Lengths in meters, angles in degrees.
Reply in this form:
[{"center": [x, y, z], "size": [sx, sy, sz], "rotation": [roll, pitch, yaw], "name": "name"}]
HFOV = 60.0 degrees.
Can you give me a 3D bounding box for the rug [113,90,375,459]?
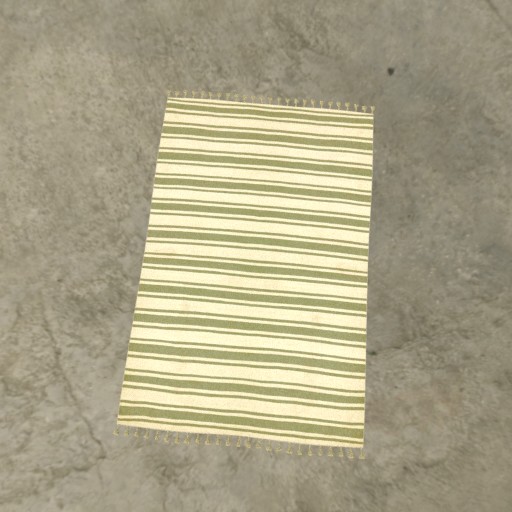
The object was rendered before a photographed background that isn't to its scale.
[{"center": [0.000, 0.000, 2.989], "size": [1.540, 0.018, 2.435], "rotation": [5, 76, 1], "name": "rug"}]
